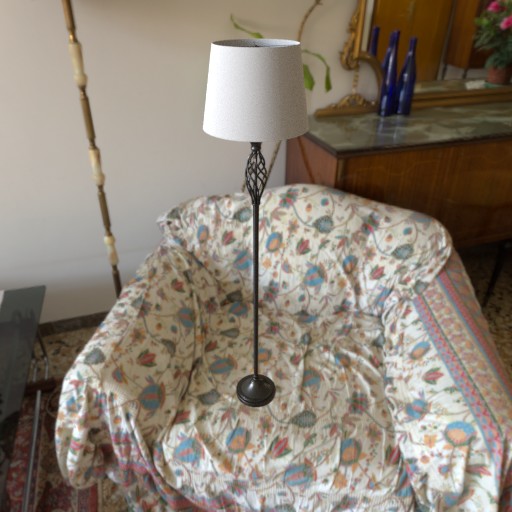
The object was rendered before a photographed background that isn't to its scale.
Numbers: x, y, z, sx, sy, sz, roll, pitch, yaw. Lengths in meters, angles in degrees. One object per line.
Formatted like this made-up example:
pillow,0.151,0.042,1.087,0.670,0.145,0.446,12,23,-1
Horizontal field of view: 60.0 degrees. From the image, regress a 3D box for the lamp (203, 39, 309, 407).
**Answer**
lamp,0.000,0.000,1.864,0.379,1.623,0.379,0,31,0
